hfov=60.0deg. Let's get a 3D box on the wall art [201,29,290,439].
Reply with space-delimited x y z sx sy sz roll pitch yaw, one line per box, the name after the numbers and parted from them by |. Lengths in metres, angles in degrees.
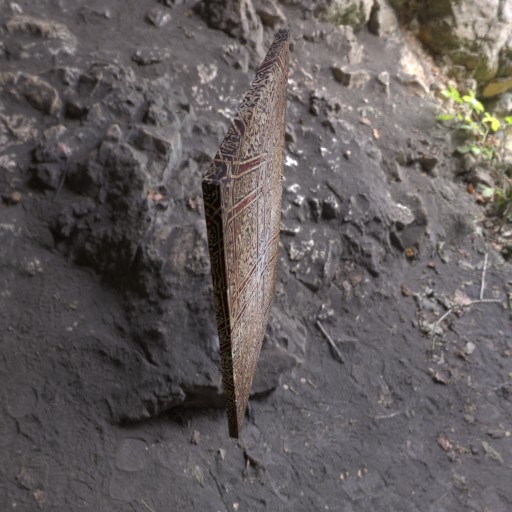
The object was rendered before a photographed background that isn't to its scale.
0.000 0.000 0.761 0.020 0.599 0.397 9 47 9 | wall art
